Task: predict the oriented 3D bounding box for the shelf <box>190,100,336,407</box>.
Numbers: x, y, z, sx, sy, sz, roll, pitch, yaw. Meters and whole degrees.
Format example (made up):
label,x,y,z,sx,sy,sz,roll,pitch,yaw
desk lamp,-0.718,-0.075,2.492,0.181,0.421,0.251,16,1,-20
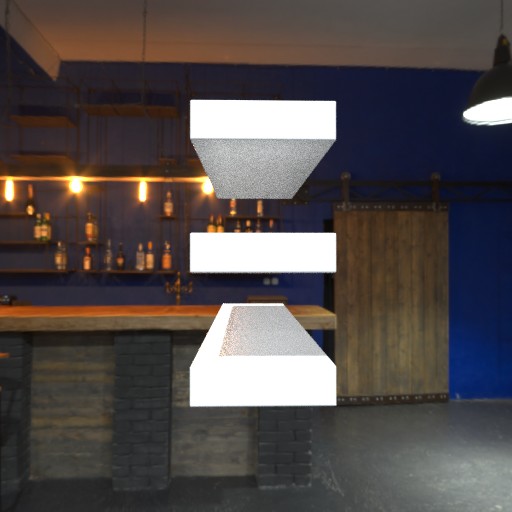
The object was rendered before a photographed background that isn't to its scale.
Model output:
label,x,y,z,sx,sy,sz,roll,pitch,yaw
shelf,0.000,0.000,0.728,0.140,0.293,0.610,0,-1,-1
